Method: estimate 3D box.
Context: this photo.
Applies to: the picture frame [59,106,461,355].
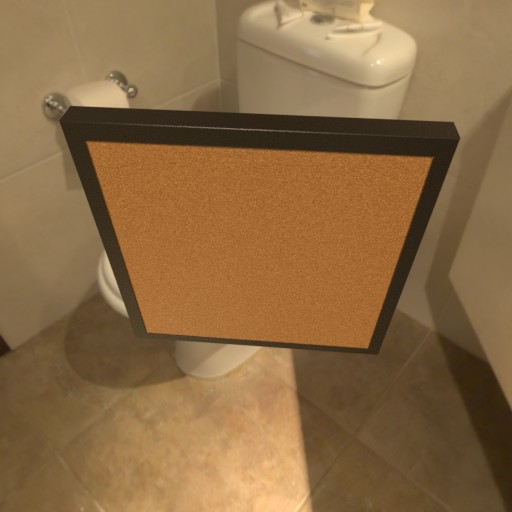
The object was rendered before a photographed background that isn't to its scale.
[{"bbox_3d":[0.000,0.000,0.528,0.355,0.353,0.029,3,47,3],"label":"picture frame"}]
